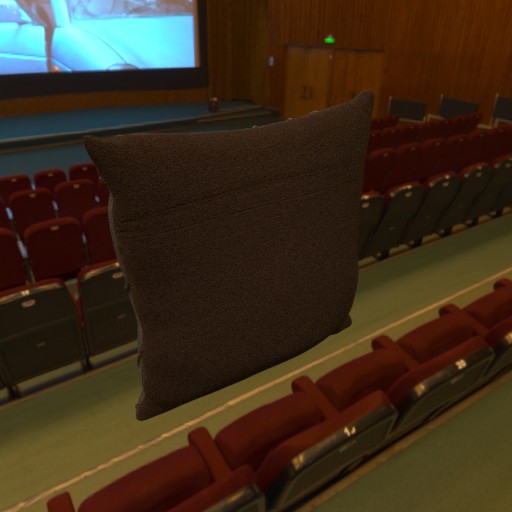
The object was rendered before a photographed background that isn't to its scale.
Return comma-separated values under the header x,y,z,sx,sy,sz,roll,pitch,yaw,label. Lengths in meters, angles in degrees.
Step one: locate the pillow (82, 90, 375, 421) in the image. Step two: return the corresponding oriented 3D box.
x,y,z,sx,sy,sz,roll,pitch,yaw,label
0.000,0.000,0.671,0.439,0.440,0.183,-18,34,-29,pillow
